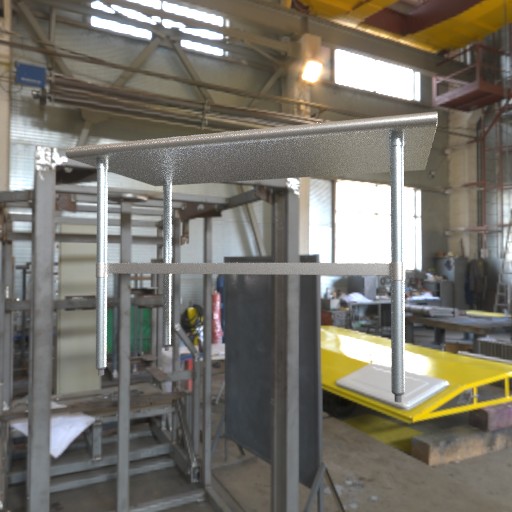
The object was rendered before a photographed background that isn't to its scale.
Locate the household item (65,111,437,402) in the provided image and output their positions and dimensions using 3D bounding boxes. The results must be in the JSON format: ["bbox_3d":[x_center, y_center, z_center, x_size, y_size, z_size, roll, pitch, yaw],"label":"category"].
[{"bbox_3d":[0.000,0.000,1.660,1.219,0.851,0.610,0,-1,18],"label":"household item"}]
